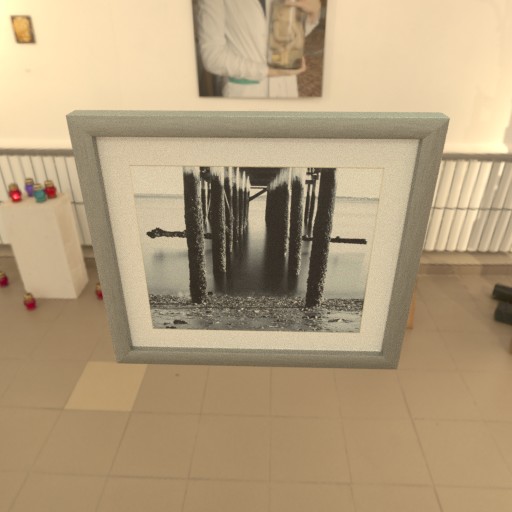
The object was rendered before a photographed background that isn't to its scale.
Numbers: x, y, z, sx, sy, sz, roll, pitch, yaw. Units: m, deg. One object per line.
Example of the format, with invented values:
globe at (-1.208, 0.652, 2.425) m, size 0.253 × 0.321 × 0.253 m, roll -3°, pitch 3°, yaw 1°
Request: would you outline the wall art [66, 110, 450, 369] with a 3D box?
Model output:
wall art at (0.000, 0.000, 0.529) m, size 0.380 × 0.330 × 0.028 m, roll 1°, pitch 29°, yaw 2°
